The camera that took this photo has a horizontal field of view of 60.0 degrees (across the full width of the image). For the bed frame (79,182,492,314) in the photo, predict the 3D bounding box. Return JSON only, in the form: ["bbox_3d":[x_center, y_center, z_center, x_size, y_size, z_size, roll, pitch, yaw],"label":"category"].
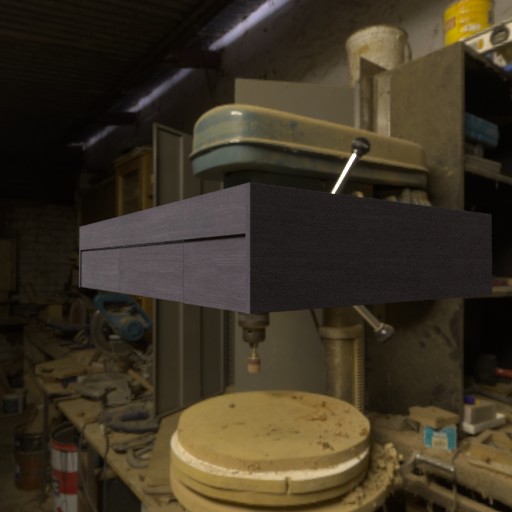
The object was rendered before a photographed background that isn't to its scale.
[{"bbox_3d":[0.000,0.000,2.536,1.448,0.459,1.944,1,-1,-36],"label":"bed frame"}]
